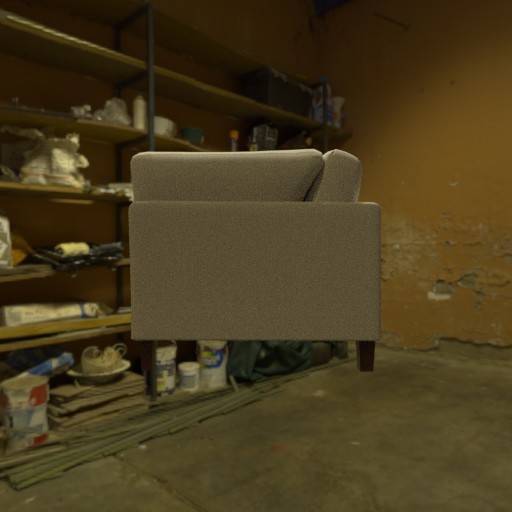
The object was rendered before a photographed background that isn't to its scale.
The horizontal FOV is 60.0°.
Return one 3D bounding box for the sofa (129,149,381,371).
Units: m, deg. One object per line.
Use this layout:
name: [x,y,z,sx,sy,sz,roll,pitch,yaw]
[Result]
sofa: [0.000,0.000,2.746,0.957,0.863,2.301,0,0,1]
